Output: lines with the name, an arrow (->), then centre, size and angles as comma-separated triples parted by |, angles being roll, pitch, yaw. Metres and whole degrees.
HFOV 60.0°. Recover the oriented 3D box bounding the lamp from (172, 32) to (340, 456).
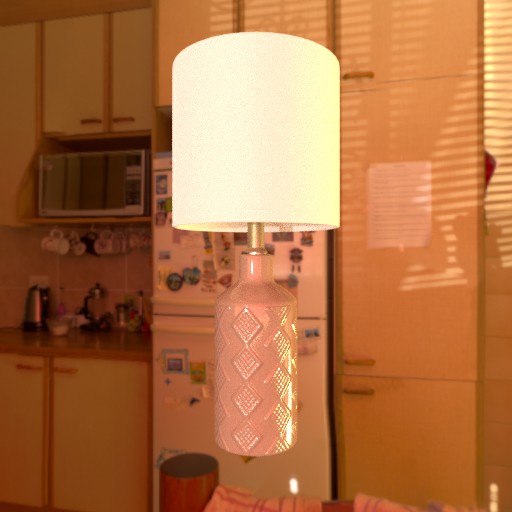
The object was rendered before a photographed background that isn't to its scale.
lamp -> 0.000, 0.000, 0.558 | 0.207, 0.461, 0.207 | 0, 0, -18
